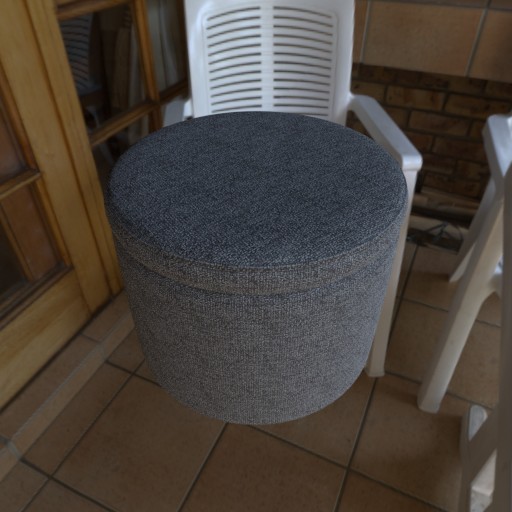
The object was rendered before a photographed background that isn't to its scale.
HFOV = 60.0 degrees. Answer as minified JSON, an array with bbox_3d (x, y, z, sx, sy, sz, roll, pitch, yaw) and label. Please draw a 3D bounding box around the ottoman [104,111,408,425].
[{"bbox_3d":[0.000,0.000,0.891,0.520,0.430,0.520,0,40,0],"label":"ottoman"}]
